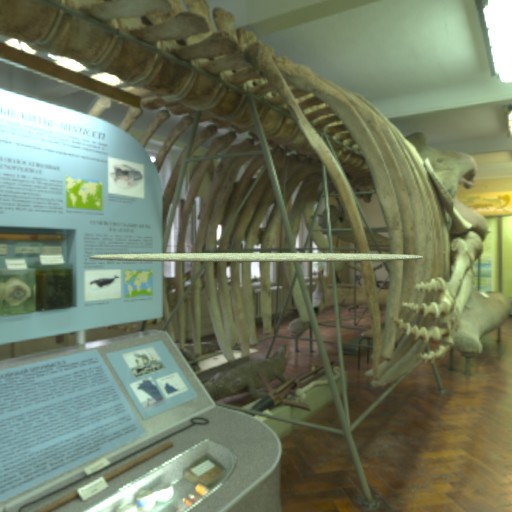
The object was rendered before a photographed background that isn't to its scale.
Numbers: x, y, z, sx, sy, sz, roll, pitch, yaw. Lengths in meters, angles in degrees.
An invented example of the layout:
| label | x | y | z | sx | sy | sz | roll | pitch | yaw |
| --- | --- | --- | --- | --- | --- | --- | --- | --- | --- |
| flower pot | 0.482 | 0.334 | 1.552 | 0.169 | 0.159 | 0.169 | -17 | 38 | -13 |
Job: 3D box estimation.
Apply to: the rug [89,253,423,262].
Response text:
| label | x | y | z | sx | sy | sz | roll | pitch | yaw |
| --- | --- | --- | --- | --- | --- | --- | --- | --- | --- |
| rug | 0.000 | 0.000 | 2.258 | 1.593 | 0.012 | 1.593 | 0 | 1 | 0 |
